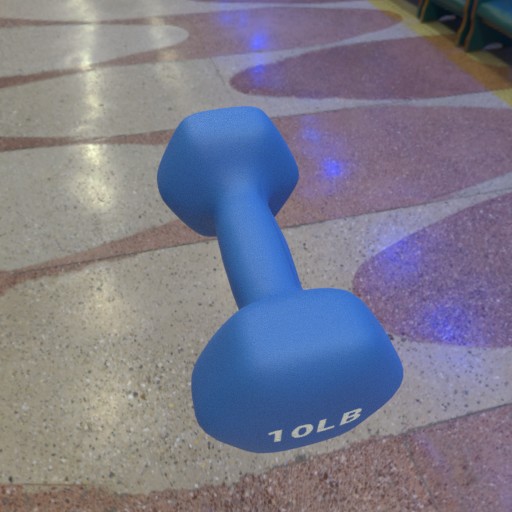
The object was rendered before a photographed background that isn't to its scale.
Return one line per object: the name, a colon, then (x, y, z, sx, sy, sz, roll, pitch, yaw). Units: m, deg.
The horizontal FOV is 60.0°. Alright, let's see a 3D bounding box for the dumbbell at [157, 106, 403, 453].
dumbbell: (0.000, 0.000, 0.265, 0.103, 0.093, 0.212, -10, 48, -9)
